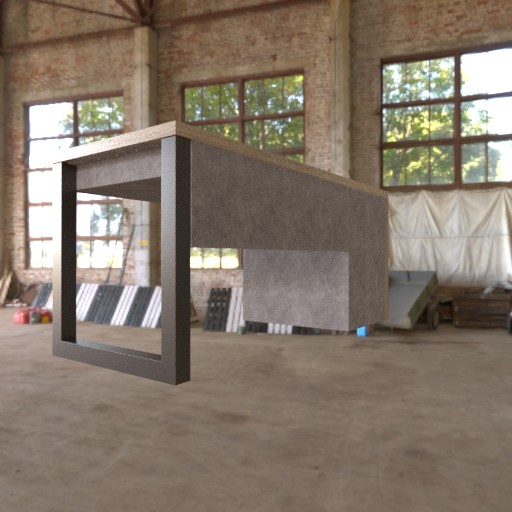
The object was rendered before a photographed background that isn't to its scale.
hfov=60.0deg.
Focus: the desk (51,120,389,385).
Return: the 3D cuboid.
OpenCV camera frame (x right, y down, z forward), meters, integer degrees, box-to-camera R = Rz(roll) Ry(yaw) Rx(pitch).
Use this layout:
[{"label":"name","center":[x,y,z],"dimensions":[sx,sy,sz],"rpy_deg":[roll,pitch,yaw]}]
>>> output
[{"label":"desk","center":[0.000,0.000,2.138],"dimensions":[0.690,0.760,1.700],"rpy_deg":[0,0,36]}]
